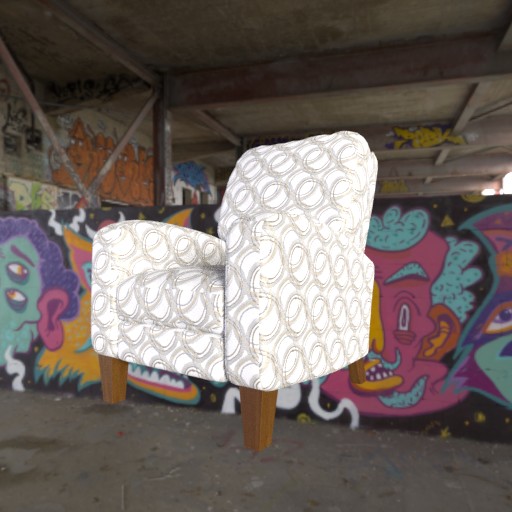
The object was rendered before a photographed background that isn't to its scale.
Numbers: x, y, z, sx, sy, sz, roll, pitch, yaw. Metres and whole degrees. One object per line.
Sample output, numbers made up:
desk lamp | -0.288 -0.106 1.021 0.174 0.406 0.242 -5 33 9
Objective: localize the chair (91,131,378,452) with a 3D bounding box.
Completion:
chair | 0.000 0.000 1.781 0.796 1.065 0.995 0 0 37
